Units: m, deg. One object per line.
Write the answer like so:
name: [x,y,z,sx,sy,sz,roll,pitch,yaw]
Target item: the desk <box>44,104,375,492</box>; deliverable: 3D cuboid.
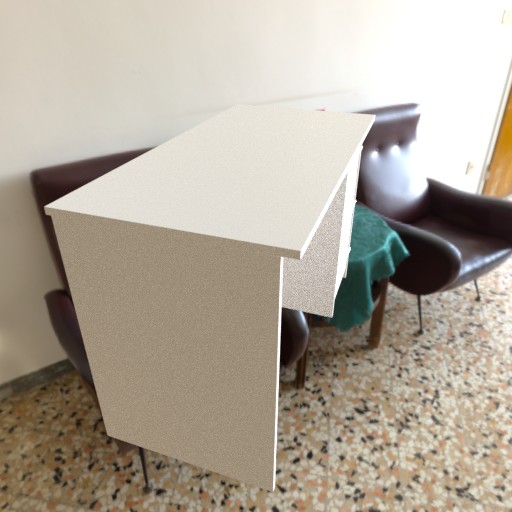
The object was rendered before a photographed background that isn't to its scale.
desk: [0.000,0.000,1.487,0.560,0.735,1.097,10,32,17]
